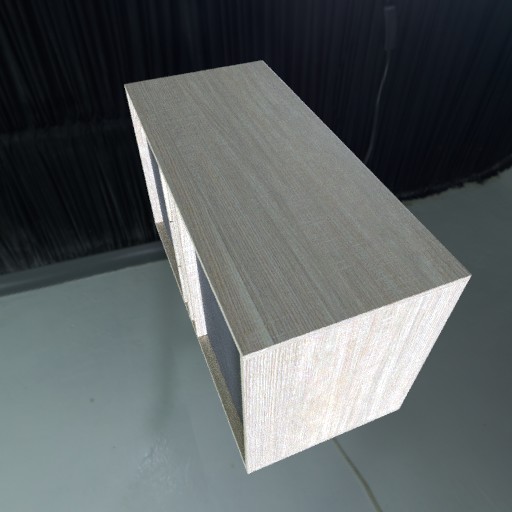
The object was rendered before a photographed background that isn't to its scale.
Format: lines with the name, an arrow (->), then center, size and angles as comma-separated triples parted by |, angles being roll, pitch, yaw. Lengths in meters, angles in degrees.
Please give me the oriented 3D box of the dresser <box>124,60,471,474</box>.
dresser -> 0.000, 0.000, 1.476 | 0.500, 0.780, 1.110 | -16, 49, -15
